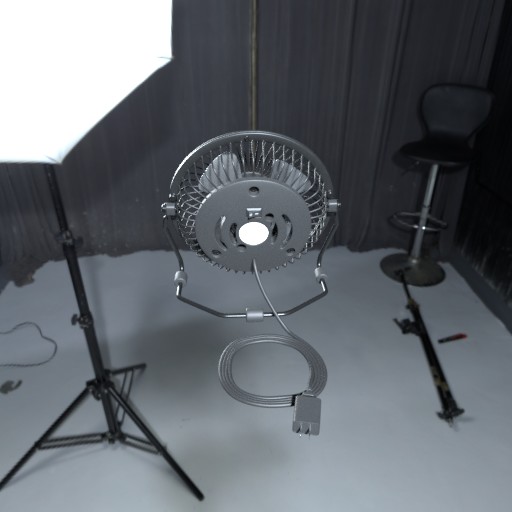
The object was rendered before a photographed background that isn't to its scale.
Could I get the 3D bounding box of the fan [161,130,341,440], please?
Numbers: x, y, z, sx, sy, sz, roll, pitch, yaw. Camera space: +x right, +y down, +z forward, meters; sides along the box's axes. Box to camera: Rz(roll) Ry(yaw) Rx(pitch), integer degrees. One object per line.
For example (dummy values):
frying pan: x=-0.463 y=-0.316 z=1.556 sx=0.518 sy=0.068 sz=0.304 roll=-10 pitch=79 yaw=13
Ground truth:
fan: x=0.000 y=0.000 z=0.318 sx=0.153 sy=0.152 sz=0.202 roll=-2 pitch=30 yaw=-3
